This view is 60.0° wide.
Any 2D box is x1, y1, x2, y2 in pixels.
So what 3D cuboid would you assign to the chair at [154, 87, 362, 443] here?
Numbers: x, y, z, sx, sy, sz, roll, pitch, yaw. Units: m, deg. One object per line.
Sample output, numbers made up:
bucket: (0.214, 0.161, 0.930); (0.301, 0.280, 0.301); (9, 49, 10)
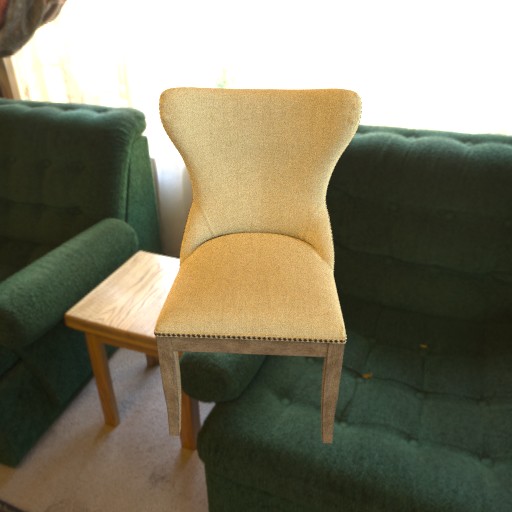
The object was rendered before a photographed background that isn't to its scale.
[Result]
chair: (0.000, 0.000, 1.490); (0.654, 1.002, 0.681); (2, 30, 3)
